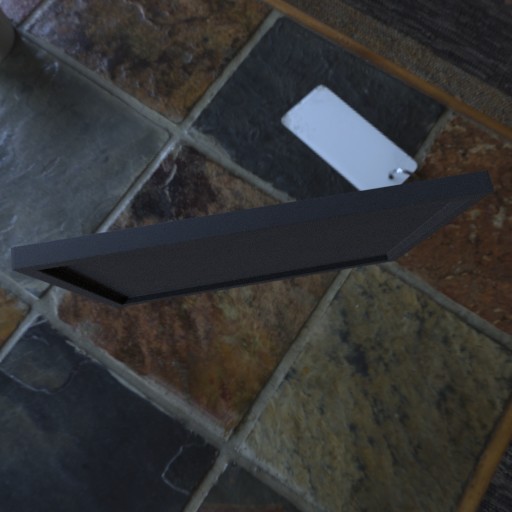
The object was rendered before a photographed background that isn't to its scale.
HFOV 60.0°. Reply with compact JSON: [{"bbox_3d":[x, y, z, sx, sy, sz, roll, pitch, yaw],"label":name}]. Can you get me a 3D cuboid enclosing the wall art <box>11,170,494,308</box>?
[{"bbox_3d":[0.000,0.000,0.550,0.443,0.301,0.021,-9,77,-2],"label":"wall art"}]
